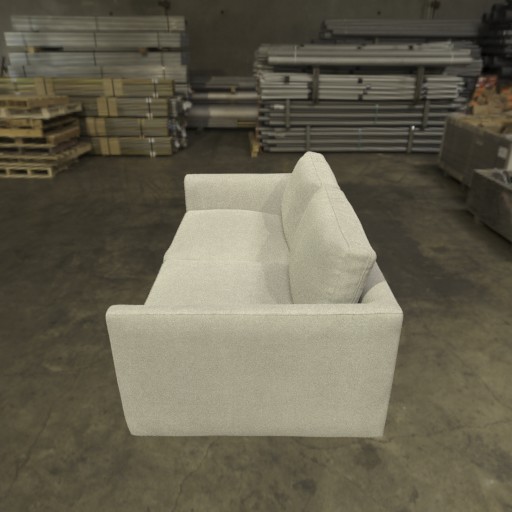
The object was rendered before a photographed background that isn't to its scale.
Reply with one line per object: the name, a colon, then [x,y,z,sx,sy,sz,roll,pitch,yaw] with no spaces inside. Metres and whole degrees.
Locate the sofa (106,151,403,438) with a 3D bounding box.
sofa: [0.000,0.000,2.531,1.091,0.839,1.905,0,26,1]
